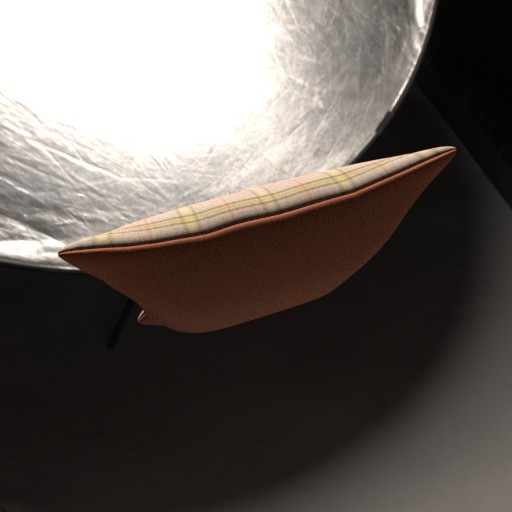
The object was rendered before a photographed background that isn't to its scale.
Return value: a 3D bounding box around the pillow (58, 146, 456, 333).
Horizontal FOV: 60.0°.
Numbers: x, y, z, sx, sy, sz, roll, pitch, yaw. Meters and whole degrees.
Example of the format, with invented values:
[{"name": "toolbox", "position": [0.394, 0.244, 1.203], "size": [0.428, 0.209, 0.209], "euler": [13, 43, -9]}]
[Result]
[{"name": "pillow", "position": [0.000, 0.000, 0.685], "size": [0.453, 0.430, 0.200], "euler": [-16, 60, -9]}]
